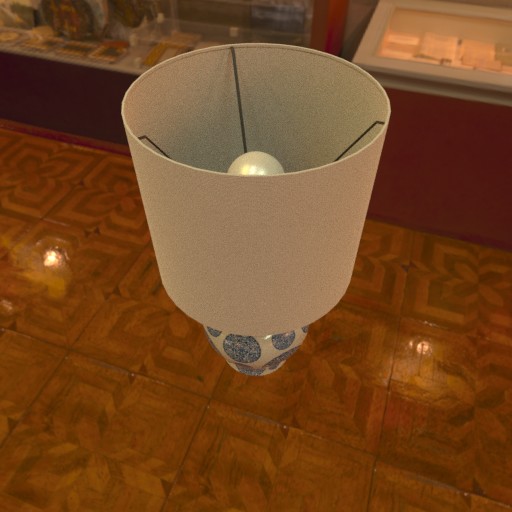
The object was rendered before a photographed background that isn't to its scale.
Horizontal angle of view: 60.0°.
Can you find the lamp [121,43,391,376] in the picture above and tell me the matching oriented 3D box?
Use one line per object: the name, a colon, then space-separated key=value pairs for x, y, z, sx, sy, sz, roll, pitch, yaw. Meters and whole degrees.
lamp: x=0.000 y=0.000 z=0.500 sx=0.215 sy=0.381 sz=0.215 roll=16 pitch=49 yaw=15
